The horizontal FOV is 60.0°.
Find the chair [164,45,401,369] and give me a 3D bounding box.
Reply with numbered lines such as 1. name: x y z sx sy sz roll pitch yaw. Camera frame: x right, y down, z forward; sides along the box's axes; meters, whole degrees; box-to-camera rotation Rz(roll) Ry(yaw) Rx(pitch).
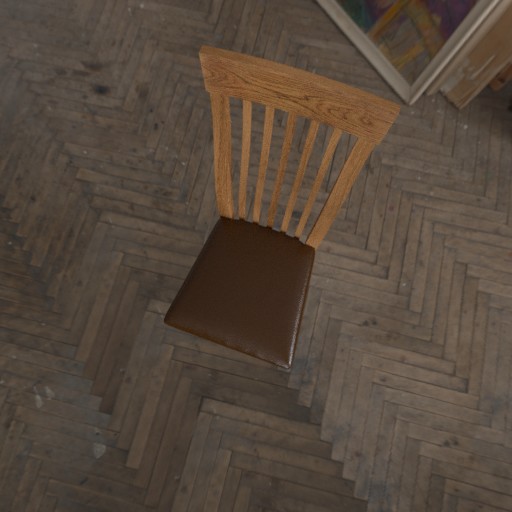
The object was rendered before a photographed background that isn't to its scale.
1. chair: 0.000 0.000 1.389 0.450 1.050 0.580 19 75 5
